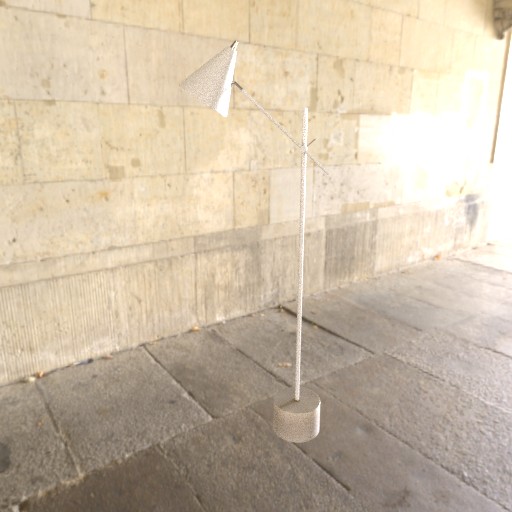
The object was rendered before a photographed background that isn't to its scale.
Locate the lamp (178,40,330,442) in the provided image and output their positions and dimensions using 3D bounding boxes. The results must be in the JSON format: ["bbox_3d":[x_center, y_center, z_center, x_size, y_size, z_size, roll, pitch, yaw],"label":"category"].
[{"bbox_3d":[0.000,0.000,1.609,0.508,1.430,0.223,3,16,9],"label":"lamp"}]
